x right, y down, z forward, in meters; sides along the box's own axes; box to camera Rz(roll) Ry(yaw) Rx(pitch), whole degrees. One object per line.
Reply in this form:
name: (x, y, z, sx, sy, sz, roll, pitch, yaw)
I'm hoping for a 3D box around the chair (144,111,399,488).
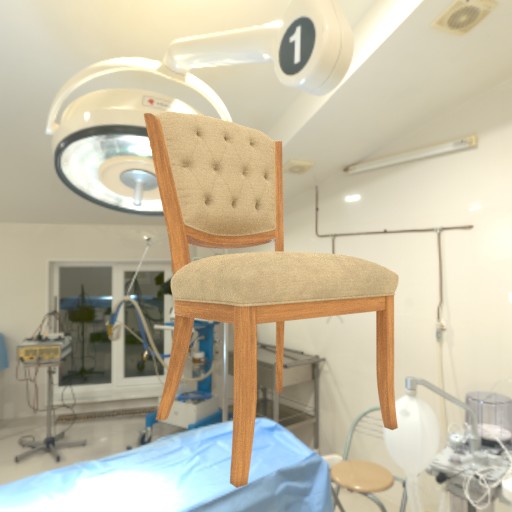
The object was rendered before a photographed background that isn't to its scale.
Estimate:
chair: (0.000, 0.000, 1.240, 0.513, 0.905, 0.584, 0, -1, -37)
